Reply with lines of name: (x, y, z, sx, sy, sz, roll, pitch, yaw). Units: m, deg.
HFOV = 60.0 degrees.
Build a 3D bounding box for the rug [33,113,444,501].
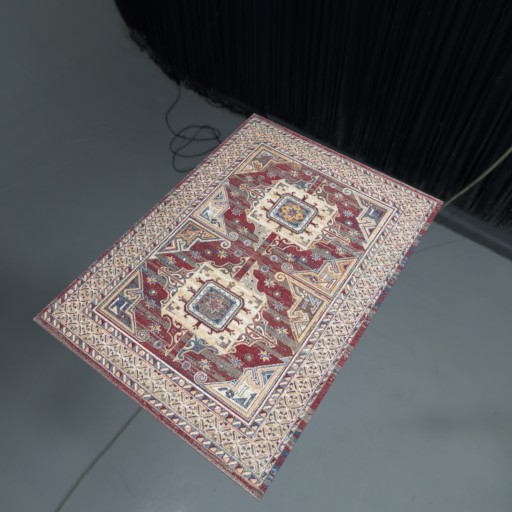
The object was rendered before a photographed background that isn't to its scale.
rug: (0.000, 0.000, 2.805, 1.599, 0.011, 2.210, 31, 62, 18)
